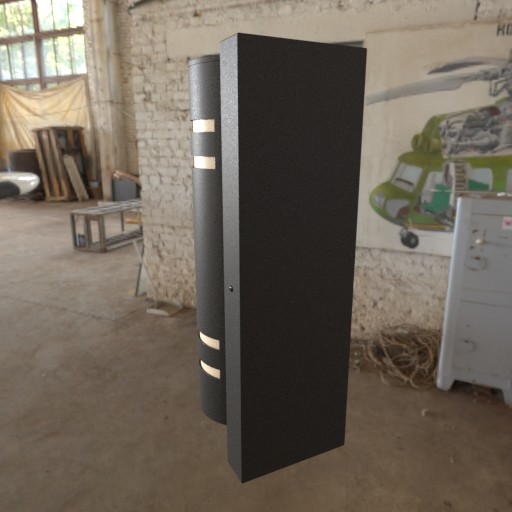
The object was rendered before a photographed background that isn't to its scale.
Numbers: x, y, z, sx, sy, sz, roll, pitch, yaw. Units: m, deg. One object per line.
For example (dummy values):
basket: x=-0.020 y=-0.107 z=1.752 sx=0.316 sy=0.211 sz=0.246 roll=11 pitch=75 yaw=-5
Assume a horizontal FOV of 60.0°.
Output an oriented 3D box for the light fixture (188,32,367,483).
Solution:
light fixture: x=0.000 y=0.000 z=0.401 sx=0.105 sy=0.330 sz=0.149 roll=-7 pitch=16 yaw=-26
